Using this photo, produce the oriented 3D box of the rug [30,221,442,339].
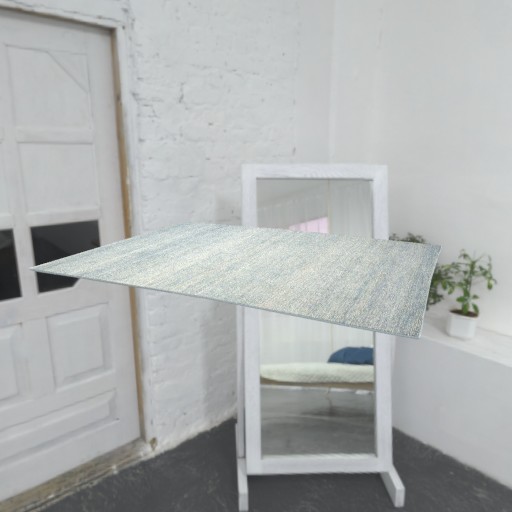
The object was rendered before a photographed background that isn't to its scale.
[{"bbox_3d":[0.000,0.000,4.275,3.237,0.046,2.461,7,17,24],"label":"rug"}]
